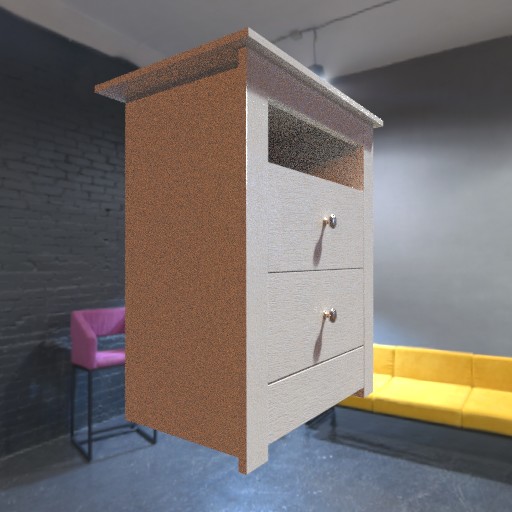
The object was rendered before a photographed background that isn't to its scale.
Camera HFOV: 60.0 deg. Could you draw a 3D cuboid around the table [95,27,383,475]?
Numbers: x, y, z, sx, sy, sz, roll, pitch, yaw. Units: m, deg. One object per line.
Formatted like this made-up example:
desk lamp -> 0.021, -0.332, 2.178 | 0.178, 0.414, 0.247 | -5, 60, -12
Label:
table -> 0.000, 0.000, 1.046 | 0.406, 0.711, 0.589 | 0, 0, 36
